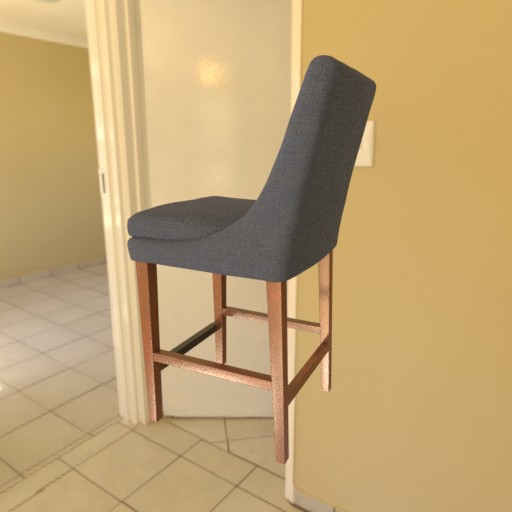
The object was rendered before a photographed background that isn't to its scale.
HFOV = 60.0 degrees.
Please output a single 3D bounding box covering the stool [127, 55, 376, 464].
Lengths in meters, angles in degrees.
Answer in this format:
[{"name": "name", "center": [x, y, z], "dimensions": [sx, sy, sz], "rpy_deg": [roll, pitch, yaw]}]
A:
[{"name": "stool", "center": [0.000, 0.000, 1.286], "dimensions": [0.577, 0.981, 0.470], "rpy_deg": [7, 16, 25]}]
